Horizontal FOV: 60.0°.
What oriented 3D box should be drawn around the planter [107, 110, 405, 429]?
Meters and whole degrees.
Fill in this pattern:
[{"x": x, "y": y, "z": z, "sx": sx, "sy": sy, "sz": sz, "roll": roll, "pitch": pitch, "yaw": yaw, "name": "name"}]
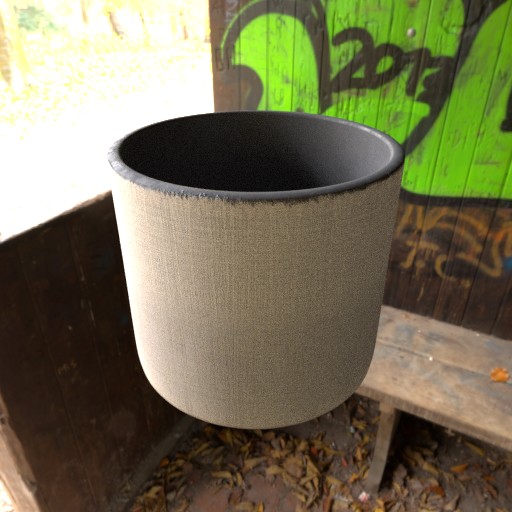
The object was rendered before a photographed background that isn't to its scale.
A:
[{"x": 0.000, "y": 0.000, "z": 0.384, "sx": 0.221, "sy": 0.201, "sz": 0.221, "roll": 0, "pitch": 30, "yaw": 0, "name": "planter"}]
